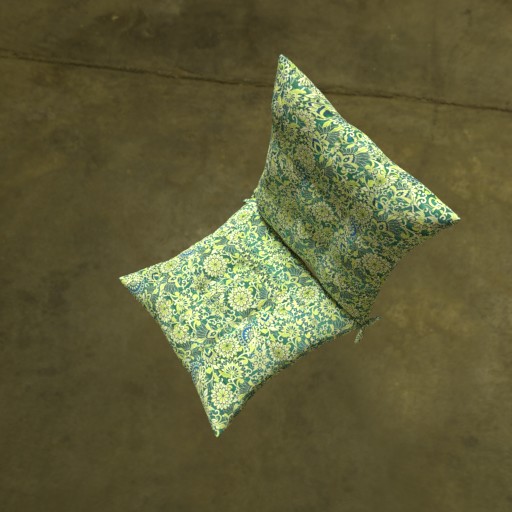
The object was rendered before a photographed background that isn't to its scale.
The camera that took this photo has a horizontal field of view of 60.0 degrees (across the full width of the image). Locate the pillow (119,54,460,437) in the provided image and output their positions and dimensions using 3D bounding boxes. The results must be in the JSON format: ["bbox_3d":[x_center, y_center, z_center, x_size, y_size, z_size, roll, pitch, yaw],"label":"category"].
[{"bbox_3d":[0.000,0.000,1.018,0.585,0.536,0.541,-33,68,-15],"label":"pillow"}]
